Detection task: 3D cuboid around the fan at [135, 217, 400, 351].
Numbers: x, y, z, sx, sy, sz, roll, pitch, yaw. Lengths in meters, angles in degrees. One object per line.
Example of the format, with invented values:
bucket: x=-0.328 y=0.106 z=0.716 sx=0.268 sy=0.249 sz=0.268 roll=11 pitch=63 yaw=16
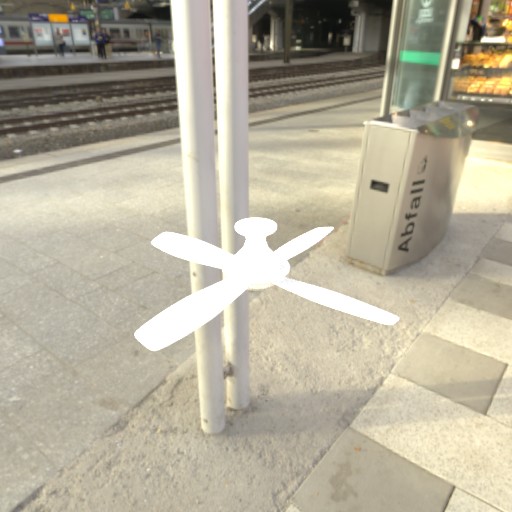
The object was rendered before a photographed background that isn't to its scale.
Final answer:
fan: x=0.000 y=0.000 z=2.544 sx=1.693 sy=0.382 sz=1.694 roll=18 pitch=32 yaw=33
